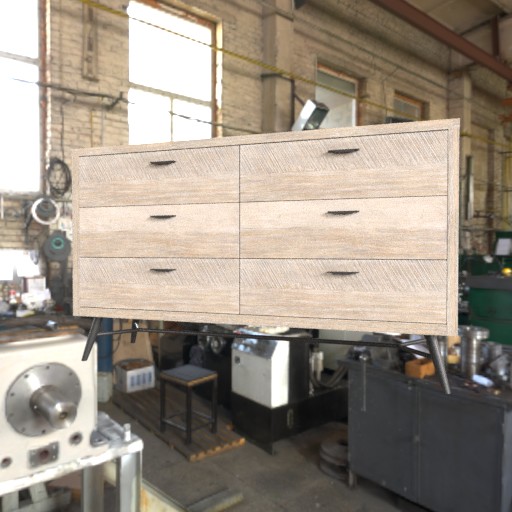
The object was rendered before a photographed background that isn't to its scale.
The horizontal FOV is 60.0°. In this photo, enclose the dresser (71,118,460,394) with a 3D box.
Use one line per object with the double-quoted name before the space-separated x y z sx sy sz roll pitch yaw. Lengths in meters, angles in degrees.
"dresser" 0.000 0.000 1.882 1.524 0.914 0.457 0 1 17
